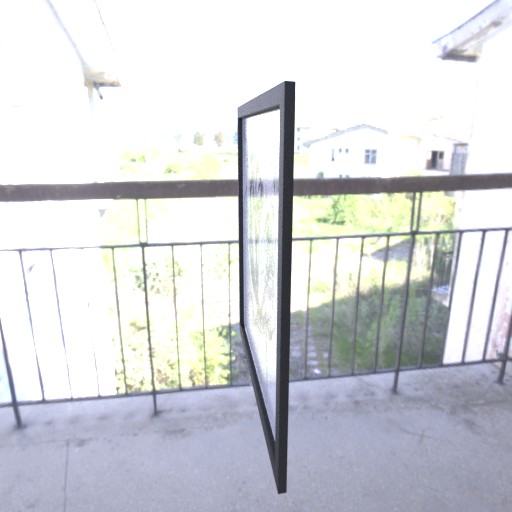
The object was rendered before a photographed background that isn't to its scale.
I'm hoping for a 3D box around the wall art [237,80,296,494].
[{"bbox_3d":[0.000,0.000,0.982,0.016,0.659,0.663,-2,16,-7],"label":"wall art"}]
